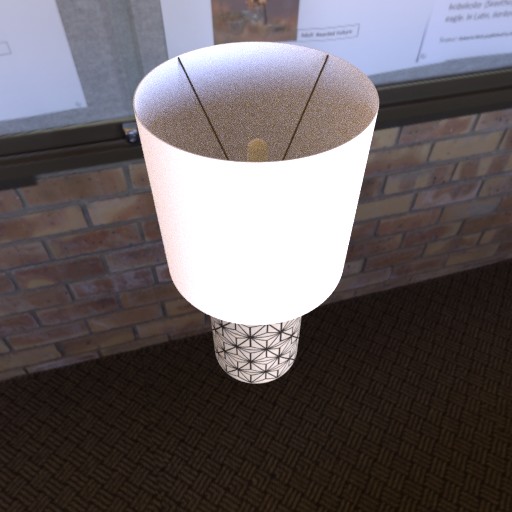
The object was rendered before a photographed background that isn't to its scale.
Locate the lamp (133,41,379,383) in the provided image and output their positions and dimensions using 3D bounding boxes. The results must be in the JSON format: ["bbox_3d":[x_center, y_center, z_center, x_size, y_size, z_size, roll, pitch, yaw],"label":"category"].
[{"bbox_3d":[0.000,0.000,0.531,0.206,0.416,0.206,34,56,27],"label":"lamp"}]
